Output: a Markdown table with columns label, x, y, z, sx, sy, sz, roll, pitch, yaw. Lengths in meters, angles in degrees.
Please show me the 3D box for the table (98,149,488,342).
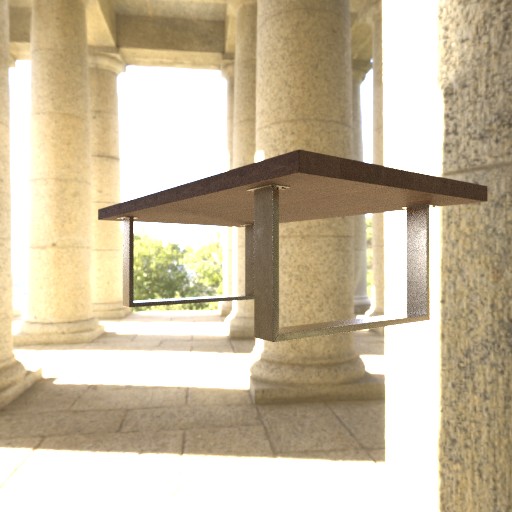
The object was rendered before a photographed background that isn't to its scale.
| label | x | y | z | sx | sy | sz | roll | pitch | yaw |
| --- | --- | --- | --- | --- | --- | --- | --- | --- | --- |
| table | 0.000 | 0.000 | 1.735 | 0.800 | 0.440 | 1.400 | 0 | -1 | -36 |
